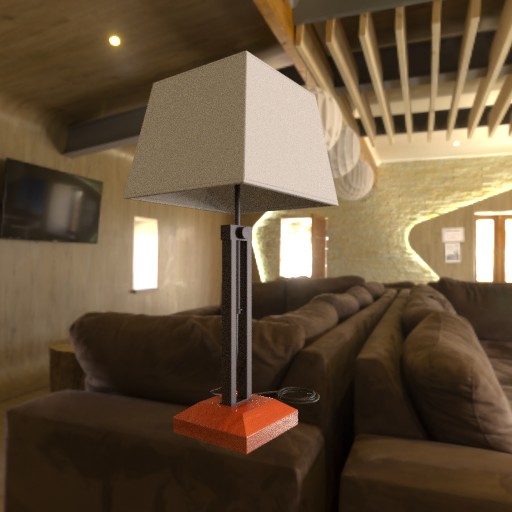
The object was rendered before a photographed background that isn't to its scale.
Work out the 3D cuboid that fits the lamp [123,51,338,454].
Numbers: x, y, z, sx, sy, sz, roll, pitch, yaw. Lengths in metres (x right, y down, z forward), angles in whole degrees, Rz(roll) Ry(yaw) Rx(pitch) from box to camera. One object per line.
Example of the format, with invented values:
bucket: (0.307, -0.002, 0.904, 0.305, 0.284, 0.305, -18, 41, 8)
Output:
lamp: (0.000, 0.000, 1.008, 0.310, 0.737, 0.498, -1, -1, 36)
